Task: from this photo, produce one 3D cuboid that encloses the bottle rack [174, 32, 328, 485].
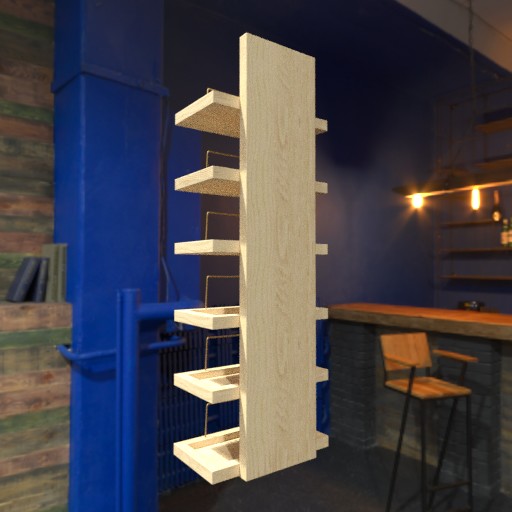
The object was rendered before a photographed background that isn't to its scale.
[{"bbox_3d":[0.000,0.000,1.072,0.330,0.943,0.206,1,-2,-36],"label":"bottle rack"}]
